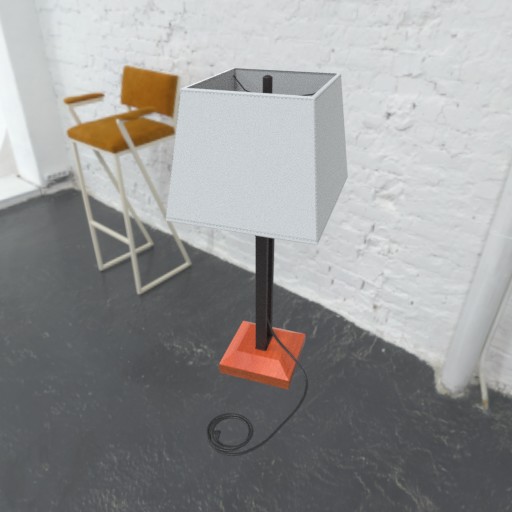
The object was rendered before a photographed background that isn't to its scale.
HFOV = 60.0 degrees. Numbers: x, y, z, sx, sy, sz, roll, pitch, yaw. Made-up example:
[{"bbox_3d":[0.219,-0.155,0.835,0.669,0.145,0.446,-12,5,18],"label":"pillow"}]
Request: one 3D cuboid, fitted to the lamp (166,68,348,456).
[{"bbox_3d":[0.000,0.000,0.991,0.310,0.737,0.498,10,33,16],"label":"lamp"}]
